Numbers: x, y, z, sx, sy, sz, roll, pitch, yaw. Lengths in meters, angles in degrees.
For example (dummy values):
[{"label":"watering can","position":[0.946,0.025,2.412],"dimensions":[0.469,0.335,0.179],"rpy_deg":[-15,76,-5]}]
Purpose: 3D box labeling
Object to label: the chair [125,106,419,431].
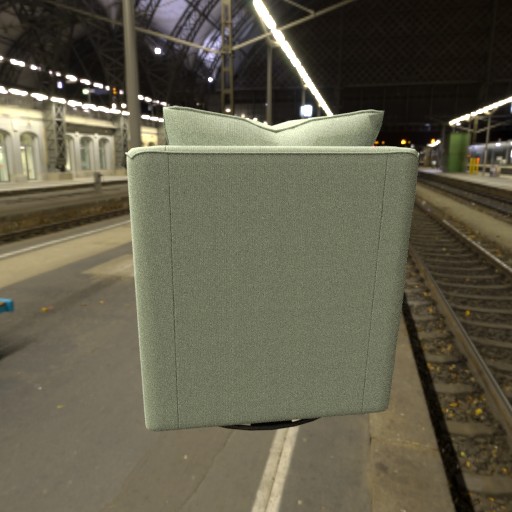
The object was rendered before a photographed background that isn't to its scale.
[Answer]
[{"label":"chair","position":[0.000,0.000,1.569],"dimensions":[0.760,0.926,0.870],"rpy_deg":[-2,13,-8]}]
